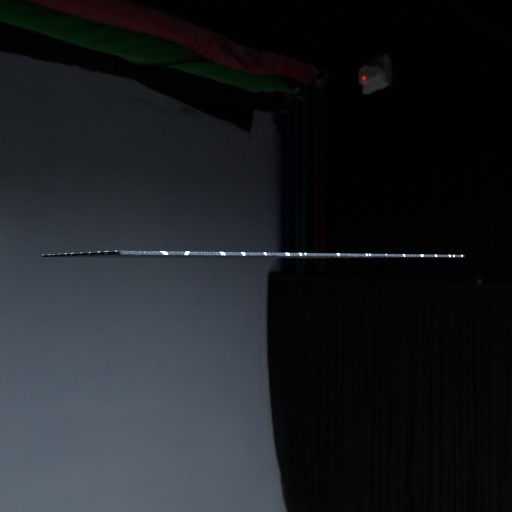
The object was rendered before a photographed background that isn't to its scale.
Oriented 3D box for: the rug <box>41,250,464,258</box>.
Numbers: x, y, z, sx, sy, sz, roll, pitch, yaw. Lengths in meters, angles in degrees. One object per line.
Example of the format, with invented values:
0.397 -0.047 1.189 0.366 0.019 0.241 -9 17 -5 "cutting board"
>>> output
0.000 0.000 2.292 1.830 0.013 1.223 0 -1 -35 "rug"
